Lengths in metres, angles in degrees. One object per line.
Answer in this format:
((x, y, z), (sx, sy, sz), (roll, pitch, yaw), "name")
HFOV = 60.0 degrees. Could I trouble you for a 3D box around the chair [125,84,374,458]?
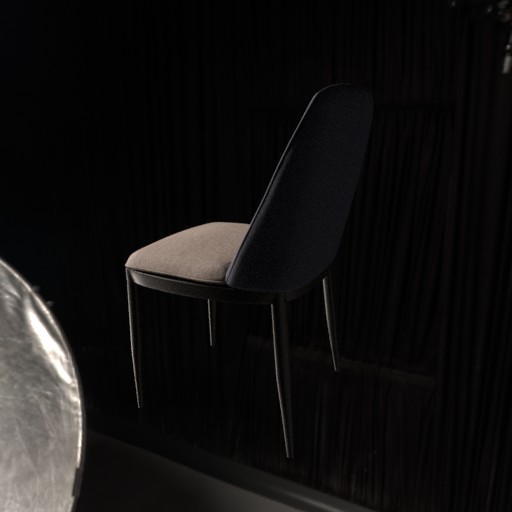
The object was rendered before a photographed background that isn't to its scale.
((0.000, 0.000, 1.196), (0.551, 0.839, 0.480), (7, 18, 24), "chair")
